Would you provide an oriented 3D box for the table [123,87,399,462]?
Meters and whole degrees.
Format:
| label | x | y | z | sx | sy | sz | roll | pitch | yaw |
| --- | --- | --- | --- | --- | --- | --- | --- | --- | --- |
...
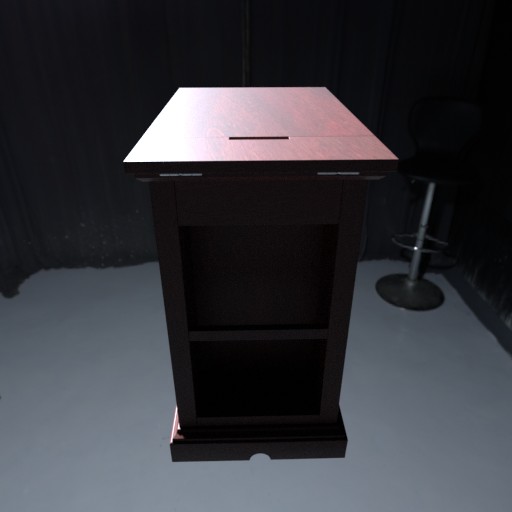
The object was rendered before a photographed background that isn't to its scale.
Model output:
| label | x | y | z | sx | sy | sz | roll | pitch | yaw |
| --- | --- | --- | --- | --- | --- | --- | --- | --- | --- |
| table | 0.000 | 0.000 | 0.975 | 0.356 | 0.612 | 0.584 | -1 | 29 | -1 |
